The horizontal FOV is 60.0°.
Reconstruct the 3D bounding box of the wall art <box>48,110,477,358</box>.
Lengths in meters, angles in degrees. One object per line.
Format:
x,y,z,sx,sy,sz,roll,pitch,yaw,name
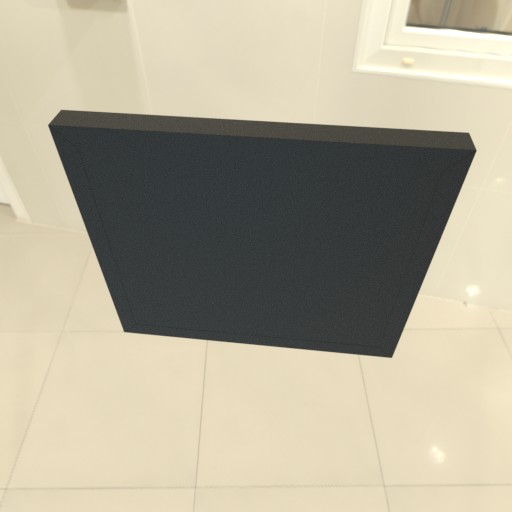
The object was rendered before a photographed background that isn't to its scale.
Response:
0.000,0.000,0.520,0.381,0.330,0.029,5,46,4,wall art
